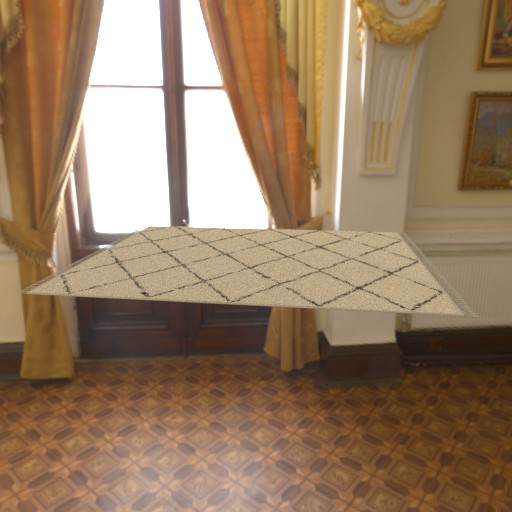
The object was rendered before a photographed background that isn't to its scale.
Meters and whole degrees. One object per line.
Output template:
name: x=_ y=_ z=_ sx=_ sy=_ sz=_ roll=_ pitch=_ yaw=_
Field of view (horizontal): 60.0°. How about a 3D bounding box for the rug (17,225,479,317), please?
rug: x=0.000 y=0.000 z=4.018 sx=3.051 sy=0.013 sz=2.380 roll=2 pitch=15 yaw=8
